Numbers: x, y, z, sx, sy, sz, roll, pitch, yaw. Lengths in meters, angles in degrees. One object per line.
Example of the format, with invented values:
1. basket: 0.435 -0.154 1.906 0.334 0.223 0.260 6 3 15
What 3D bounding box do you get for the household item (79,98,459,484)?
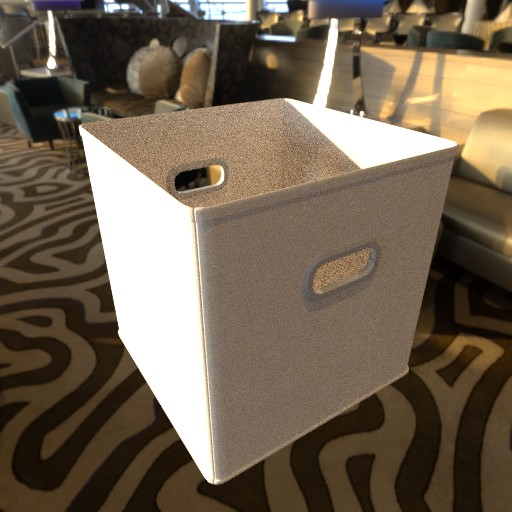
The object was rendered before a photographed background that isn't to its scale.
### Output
1. household item: 0.000 0.000 0.553 0.305 0.305 0.305 -18 34 -29
